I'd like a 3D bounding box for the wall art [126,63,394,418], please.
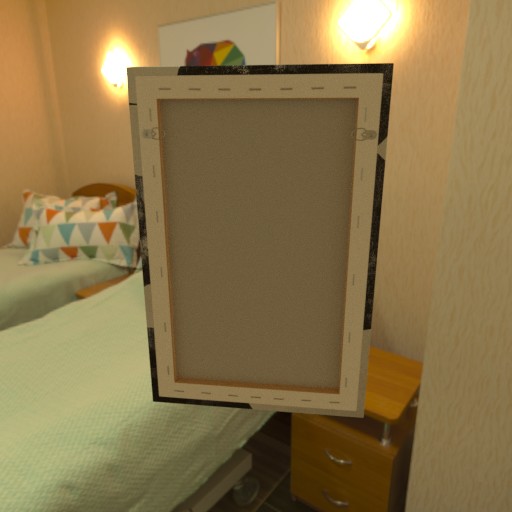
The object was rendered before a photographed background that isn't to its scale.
[{"bbox_3d":[0.000,0.000,1.154,0.610,0.915,0.041,2,17,7],"label":"wall art"}]
